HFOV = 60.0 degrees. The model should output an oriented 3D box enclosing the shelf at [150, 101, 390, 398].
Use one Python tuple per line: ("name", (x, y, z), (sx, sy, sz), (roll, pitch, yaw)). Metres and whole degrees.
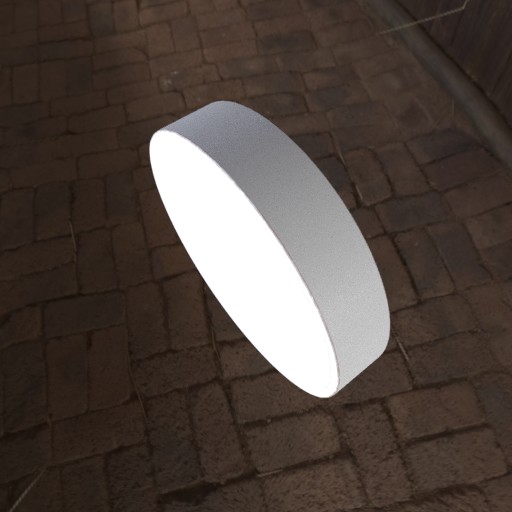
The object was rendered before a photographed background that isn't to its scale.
("shelf", (0.000, 0.000, 1.212), (0.158, 0.807, 0.806), (-34, 65, -18))
